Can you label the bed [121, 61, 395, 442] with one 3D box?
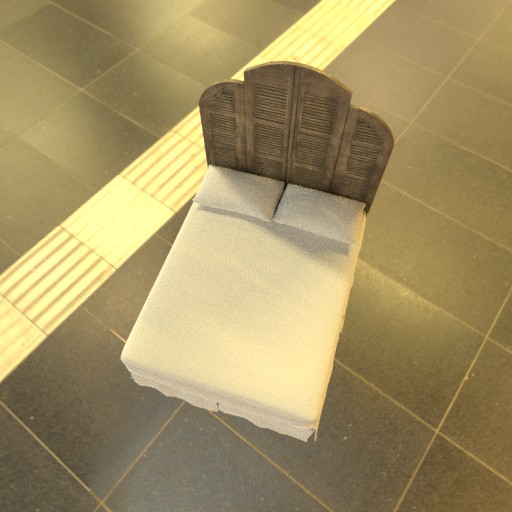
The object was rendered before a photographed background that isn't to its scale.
[{"bbox_3d":[0.000,0.000,3.484,1.713,2.019,2.138,16,62,9],"label":"bed"}]
